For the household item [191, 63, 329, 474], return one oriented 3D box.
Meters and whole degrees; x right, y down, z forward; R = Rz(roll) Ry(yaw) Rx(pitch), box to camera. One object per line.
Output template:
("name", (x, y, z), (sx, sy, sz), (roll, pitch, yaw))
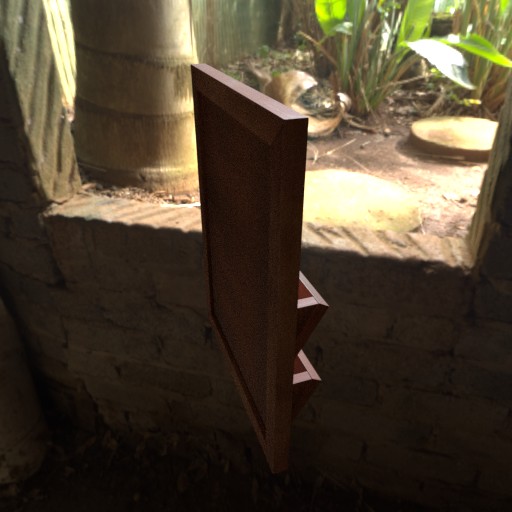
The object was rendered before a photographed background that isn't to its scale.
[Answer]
("household item", (0.000, 0.000, 0.550), (0.067, 0.407, 0.310), (-10, 32, -17))
